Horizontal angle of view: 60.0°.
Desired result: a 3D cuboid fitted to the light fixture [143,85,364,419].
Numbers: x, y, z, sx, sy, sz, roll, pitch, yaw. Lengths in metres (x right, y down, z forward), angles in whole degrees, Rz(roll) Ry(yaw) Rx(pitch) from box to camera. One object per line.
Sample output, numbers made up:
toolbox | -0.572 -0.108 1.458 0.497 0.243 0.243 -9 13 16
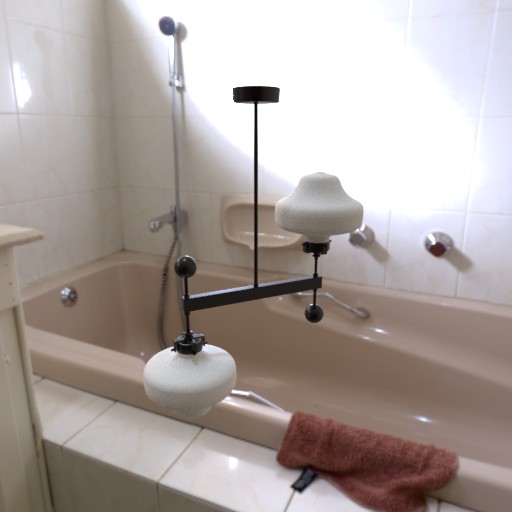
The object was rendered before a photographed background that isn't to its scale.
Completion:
light fixture | 0.000 0.000 1.043 0.422 0.743 0.489 8 18 26
